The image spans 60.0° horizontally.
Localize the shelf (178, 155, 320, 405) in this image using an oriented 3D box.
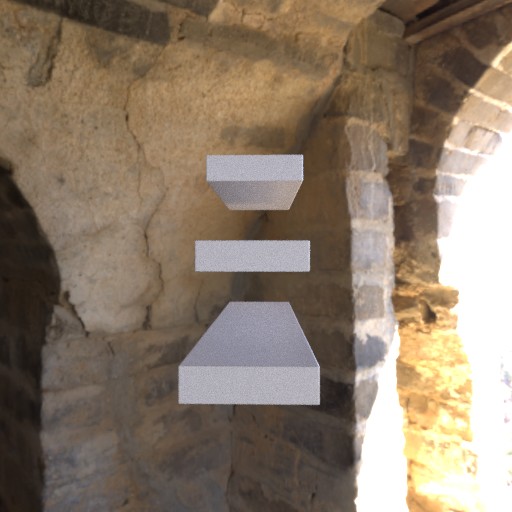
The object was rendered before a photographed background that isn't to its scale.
[{"bbox_3d":[0.000,0.000,0.741,0.140,0.293,0.610,0,0,1],"label":"shelf"}]
